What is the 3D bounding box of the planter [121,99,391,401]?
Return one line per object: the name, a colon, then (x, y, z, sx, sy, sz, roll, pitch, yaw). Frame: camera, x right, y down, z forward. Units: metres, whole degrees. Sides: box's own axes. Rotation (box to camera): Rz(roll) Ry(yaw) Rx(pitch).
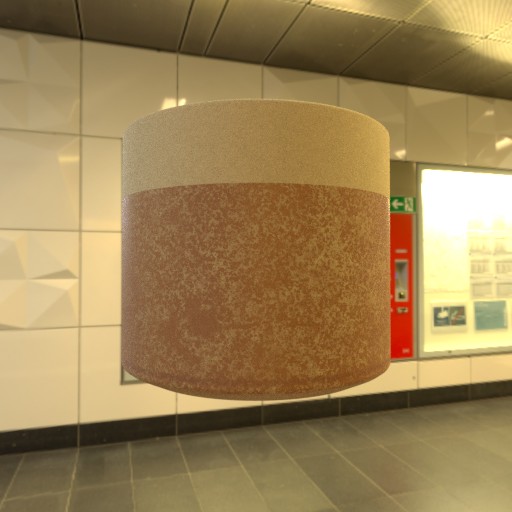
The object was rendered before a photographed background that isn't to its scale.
planter: (0.000, 0.000, 0.274, 0.159, 0.138, 0.159, 0, -1, 0)
